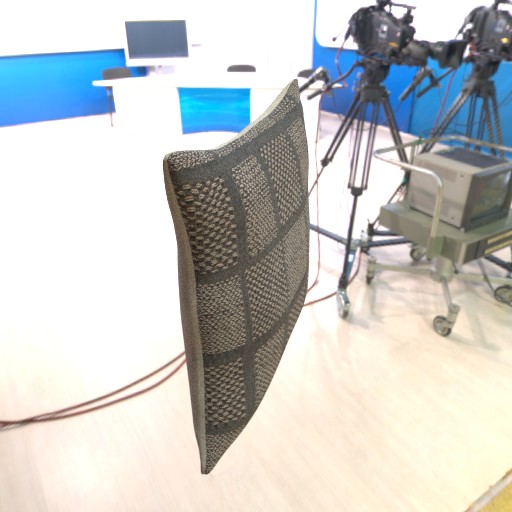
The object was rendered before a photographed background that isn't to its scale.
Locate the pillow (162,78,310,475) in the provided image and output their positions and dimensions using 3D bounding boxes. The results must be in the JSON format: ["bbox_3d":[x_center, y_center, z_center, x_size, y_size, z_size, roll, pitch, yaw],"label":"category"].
[{"bbox_3d":[0.000,0.000,0.651,0.138,0.432,0.435,10,32,16],"label":"pillow"}]
